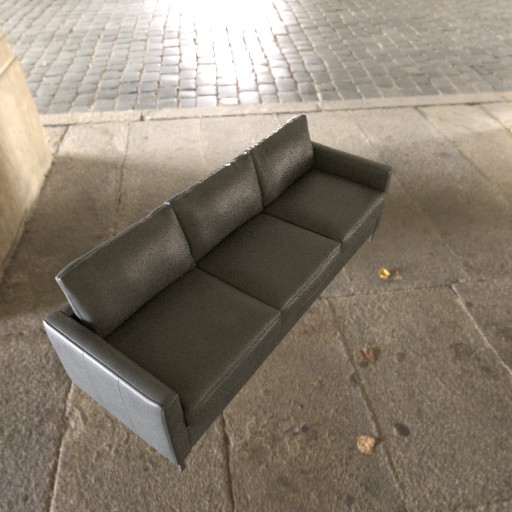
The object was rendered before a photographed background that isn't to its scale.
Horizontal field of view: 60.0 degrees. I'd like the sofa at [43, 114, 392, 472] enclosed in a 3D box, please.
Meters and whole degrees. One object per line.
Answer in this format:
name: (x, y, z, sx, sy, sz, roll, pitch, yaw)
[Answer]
sofa: (0.000, 0.000, 2.377, 0.748, 0.805, 2.029, 26, 48, 26)
